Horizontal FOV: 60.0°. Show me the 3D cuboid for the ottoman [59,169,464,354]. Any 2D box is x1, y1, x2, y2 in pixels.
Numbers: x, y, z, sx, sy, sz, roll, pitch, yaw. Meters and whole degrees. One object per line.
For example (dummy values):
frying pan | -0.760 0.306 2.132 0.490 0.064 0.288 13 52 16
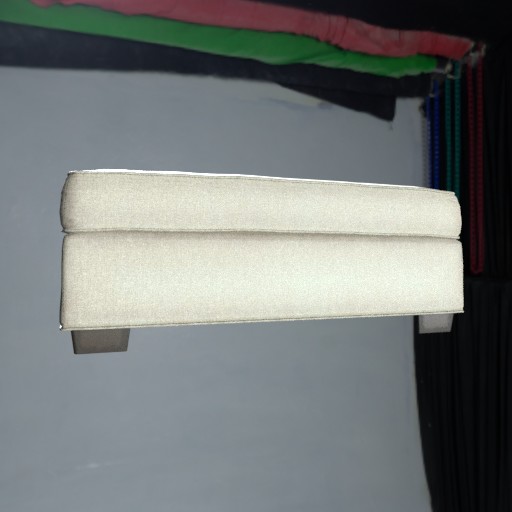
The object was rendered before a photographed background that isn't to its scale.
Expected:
ottoman | 0.000 0.000 1.416 1.097 0.448 0.617 0 0 -18
